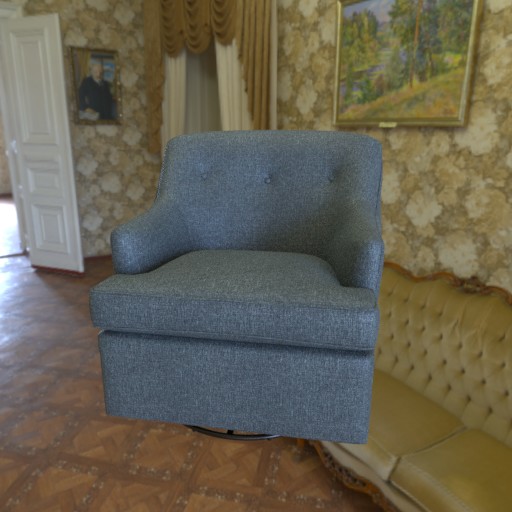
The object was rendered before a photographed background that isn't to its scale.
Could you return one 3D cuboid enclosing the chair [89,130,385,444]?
[{"bbox_3d":[0.000,0.000,1.549,0.864,0.856,0.923,3,16,10],"label":"chair"}]
